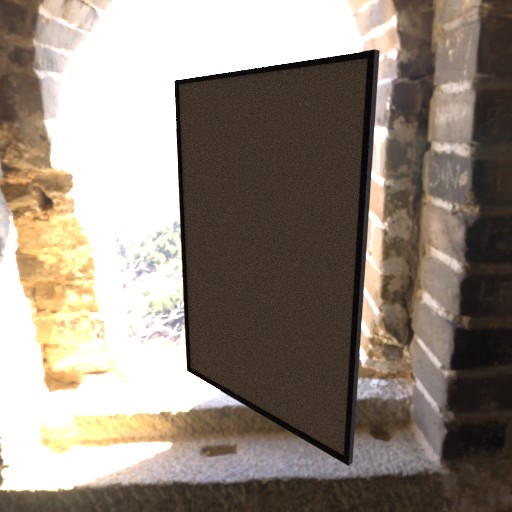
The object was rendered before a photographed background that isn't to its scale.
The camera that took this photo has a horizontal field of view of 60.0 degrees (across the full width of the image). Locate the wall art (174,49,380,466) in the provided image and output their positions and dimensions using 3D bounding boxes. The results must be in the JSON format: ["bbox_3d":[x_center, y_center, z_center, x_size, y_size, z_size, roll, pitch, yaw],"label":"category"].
[{"bbox_3d":[0.000,0.000,0.838,0.460,0.660,0.013,14,20,43],"label":"wall art"}]
